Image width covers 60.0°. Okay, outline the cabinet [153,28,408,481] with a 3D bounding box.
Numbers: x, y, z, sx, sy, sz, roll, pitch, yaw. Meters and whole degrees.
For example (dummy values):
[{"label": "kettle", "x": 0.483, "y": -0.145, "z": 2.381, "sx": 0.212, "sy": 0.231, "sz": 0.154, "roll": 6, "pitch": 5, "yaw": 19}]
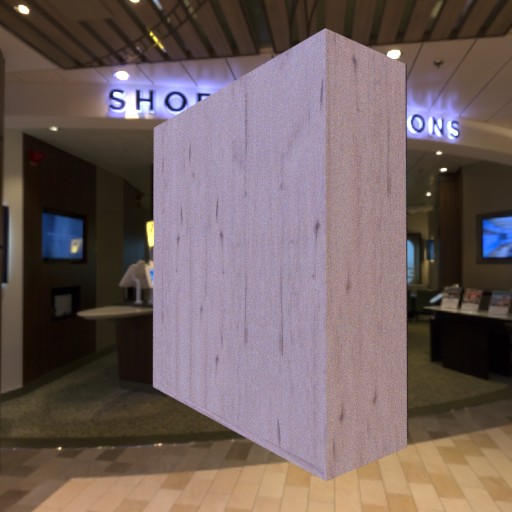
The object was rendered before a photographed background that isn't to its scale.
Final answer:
[{"label": "cabinet", "x": 0.000, "y": 0.000, "z": 3.130, "sx": 0.660, "sy": 2.180, "sz": 2.000, "roll": 1, "pitch": -1, "yaw": -37}]
